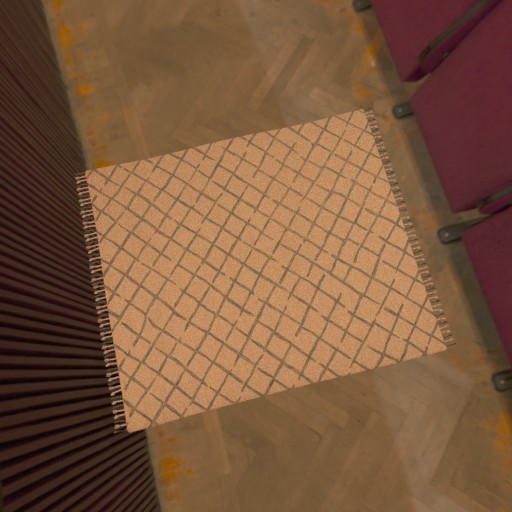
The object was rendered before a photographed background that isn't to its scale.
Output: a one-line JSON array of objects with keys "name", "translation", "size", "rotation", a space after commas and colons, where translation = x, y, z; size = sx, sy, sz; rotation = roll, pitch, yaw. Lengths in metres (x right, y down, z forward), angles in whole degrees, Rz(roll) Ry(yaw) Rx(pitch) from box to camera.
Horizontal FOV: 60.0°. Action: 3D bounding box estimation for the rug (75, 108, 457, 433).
[{"name": "rug", "translation": [0.000, 0.000, 4.820], "size": [3.585, 0.036, 2.892], "rotation": [-14, 76, -3]}]
